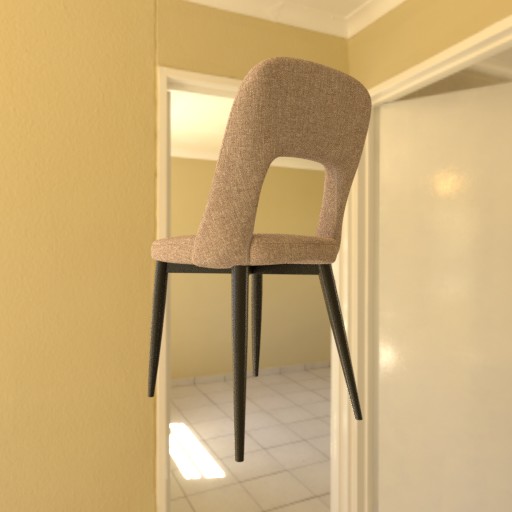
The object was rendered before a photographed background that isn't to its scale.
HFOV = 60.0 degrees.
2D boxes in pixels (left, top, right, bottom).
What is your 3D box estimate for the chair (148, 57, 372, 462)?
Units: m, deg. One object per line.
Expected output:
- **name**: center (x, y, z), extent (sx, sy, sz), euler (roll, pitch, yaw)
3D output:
- **chair**: center (0.000, 0.000, 1.311), extent (0.470, 0.931, 0.612), euler (0, 1, -35)
